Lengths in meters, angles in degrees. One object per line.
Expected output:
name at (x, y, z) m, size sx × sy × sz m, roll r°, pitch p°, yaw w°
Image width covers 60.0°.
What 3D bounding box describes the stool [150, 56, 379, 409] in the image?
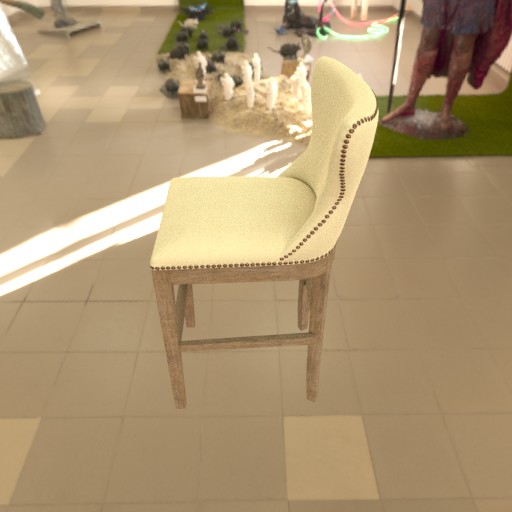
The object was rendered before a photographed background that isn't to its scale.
stool at (0.000, 0.000, 1.458) m, size 0.606 × 1.123 × 0.494 m, roll -1°, pitch 40°, yaw -1°
